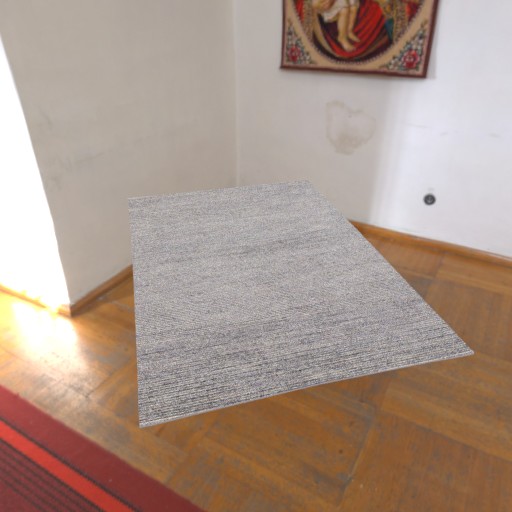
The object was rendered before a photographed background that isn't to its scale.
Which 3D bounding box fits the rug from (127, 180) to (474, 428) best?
[{"bbox_3d":[0.000,0.000,2.924,1.604,0.030,2.307,-8,33,-13],"label":"rug"}]
